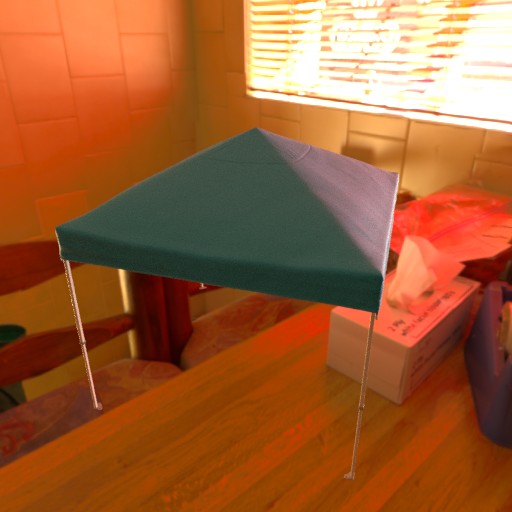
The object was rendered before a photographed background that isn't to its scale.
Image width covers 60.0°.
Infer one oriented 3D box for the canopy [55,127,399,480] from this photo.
[{"bbox_3d":[0.000,0.000,5.296,2.996,2.997,2.998,8,27,16],"label":"canopy"}]
